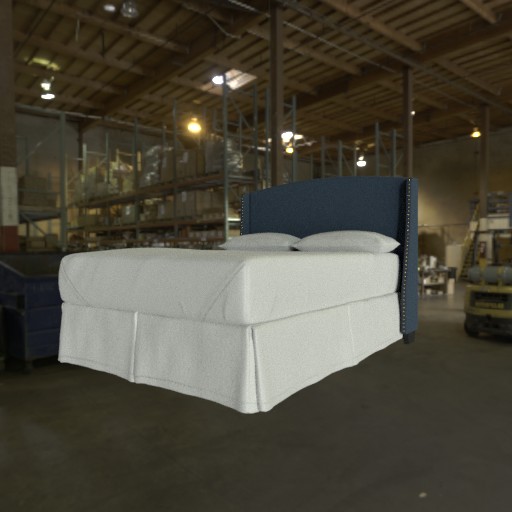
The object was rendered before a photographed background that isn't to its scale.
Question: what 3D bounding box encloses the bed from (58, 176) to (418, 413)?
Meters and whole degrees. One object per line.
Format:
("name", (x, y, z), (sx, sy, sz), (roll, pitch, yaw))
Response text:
("bed", (0.000, 0.000, 3.274), (1.710, 1.407, 2.237), (1, 1, 36))
